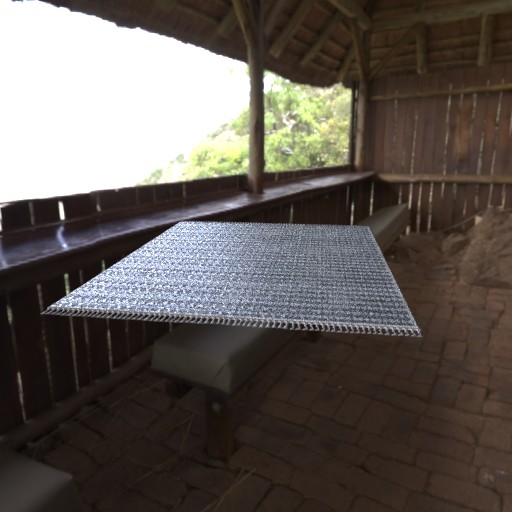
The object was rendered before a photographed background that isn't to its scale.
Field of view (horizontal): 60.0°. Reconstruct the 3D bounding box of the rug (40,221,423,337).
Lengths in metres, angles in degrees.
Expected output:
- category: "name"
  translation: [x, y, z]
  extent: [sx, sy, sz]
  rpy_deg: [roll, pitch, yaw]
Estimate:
- category: "rug"
  translation: [0.000, 0.000, 3.934]
  extent: [2.256, 0.013, 2.910]
  rpy_deg: [2, 16, 8]
